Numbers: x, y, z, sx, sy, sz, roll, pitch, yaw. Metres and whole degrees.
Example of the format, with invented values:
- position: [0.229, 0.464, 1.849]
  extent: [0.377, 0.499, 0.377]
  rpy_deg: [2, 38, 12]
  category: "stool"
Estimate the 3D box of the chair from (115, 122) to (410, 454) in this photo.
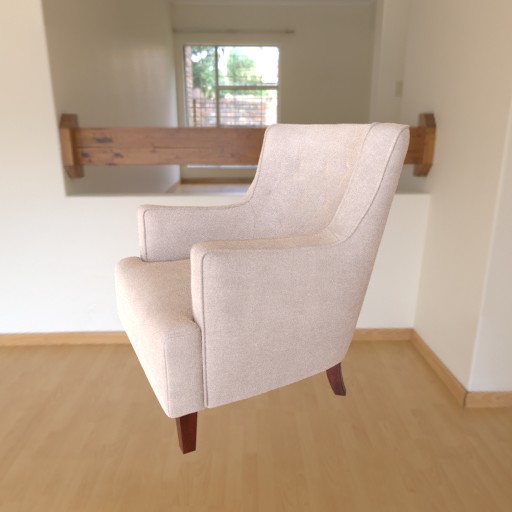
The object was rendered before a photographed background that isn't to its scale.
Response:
- position: [0.000, 0.000, 1.597]
  extent: [0.910, 0.920, 0.781]
  rpy_deg: [-8, 18, -25]
  category: "chair"
